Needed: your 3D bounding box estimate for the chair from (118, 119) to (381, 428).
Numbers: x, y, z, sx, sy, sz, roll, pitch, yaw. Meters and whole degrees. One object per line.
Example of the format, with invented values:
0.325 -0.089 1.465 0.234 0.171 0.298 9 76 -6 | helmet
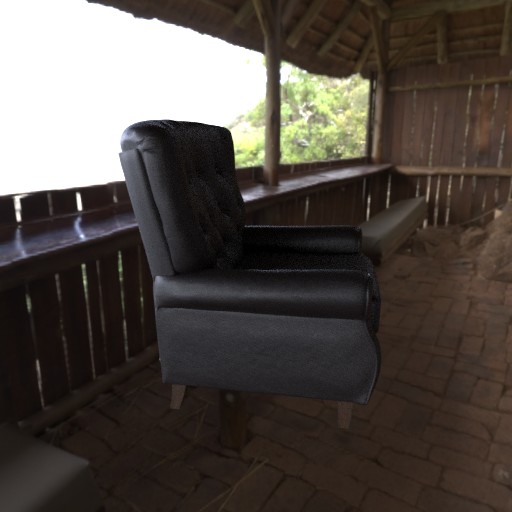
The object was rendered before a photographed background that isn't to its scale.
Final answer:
0.000 0.000 1.962 1.058 1.158 0.948 3 17 10 | chair
